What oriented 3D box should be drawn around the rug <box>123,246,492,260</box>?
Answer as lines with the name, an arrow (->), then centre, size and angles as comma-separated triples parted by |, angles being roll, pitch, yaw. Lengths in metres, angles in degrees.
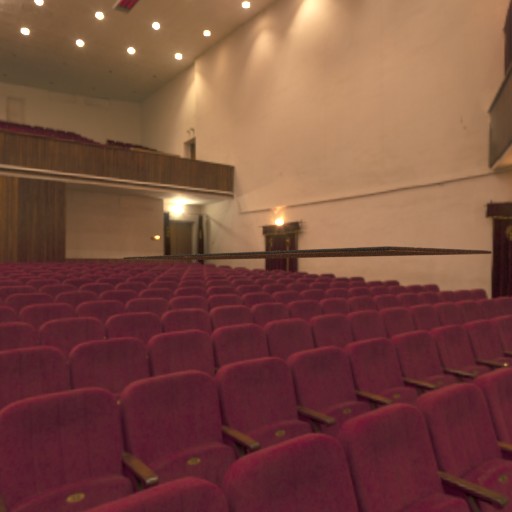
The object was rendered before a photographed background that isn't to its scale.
rug -> 0.000, 0.000, 2.497 | 0.678, 0.014, 2.276 | 1, -2, -37
